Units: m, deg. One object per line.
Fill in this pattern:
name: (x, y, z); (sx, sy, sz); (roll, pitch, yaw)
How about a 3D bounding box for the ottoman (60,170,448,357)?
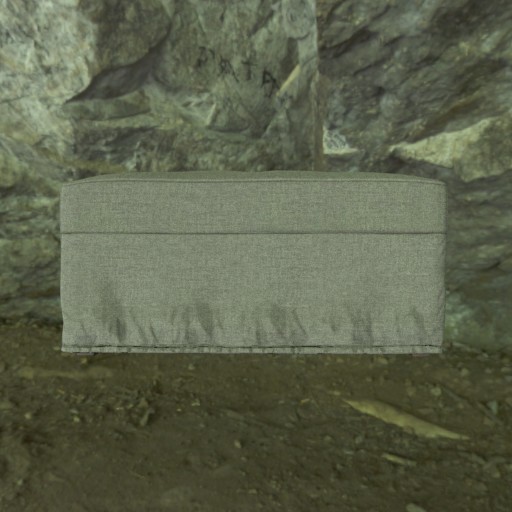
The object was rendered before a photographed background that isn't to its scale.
ottoman: (0.000, 0.000, 1.337); (0.843, 0.436, 0.840); (0, 0, 1)
